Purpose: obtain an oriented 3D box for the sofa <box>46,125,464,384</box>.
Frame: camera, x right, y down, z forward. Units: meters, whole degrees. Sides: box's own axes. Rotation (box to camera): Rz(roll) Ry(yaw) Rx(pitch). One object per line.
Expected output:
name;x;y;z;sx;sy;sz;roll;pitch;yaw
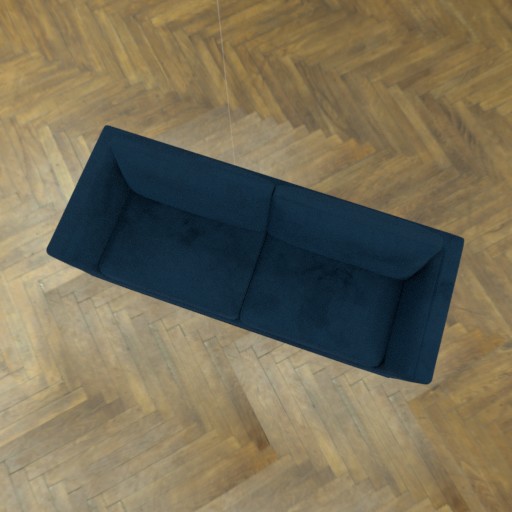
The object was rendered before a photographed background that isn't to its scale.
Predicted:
sofa;0.000;0.000;2.715;2.212;0.998;0.853;18;77;4
